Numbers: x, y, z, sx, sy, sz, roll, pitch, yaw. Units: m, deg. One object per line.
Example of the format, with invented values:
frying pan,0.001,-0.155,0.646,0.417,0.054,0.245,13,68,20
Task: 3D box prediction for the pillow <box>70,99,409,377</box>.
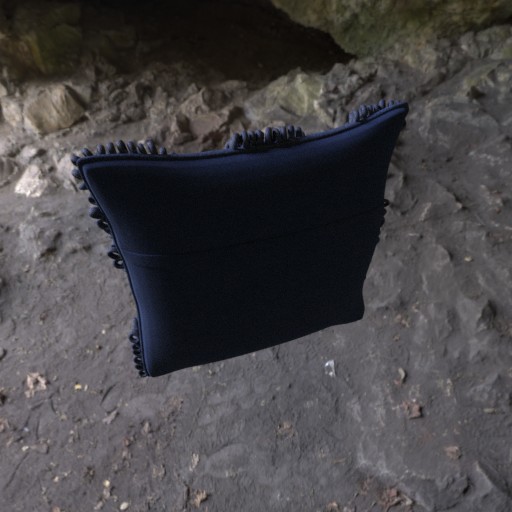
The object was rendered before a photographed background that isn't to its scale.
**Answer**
pillow,0.000,0.000,0.726,0.469,0.466,0.172,-13,44,-14
